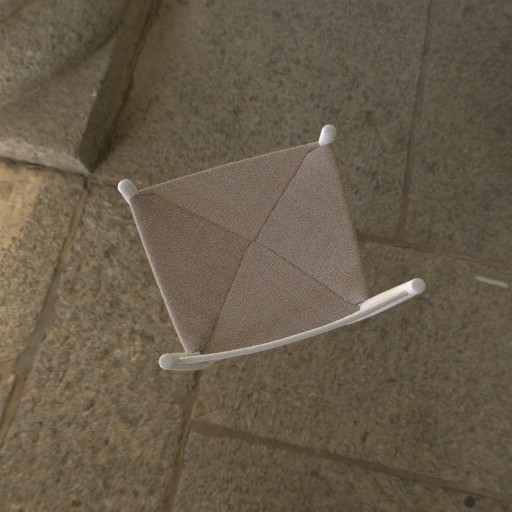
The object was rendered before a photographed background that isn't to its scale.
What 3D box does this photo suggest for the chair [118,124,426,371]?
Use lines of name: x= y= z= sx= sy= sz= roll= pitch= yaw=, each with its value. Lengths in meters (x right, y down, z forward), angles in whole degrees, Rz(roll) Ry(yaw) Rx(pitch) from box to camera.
chair: x=0.000 y=0.000 z=1.132 sx=0.556 sy=0.762 sz=0.495 roll=-16 pitch=76 yaw=-4
